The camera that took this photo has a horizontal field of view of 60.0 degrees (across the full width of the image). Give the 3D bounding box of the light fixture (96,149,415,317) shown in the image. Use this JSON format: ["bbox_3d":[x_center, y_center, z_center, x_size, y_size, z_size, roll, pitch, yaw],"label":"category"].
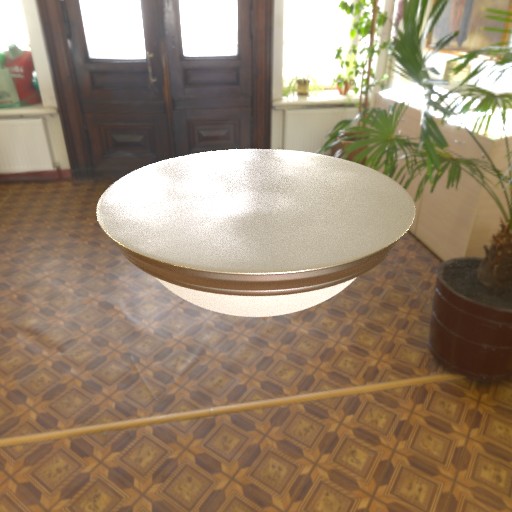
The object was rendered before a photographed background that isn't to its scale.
[{"bbox_3d":[0.000,0.000,0.440,0.280,0.135,0.280,0,30,0],"label":"light fixture"}]
